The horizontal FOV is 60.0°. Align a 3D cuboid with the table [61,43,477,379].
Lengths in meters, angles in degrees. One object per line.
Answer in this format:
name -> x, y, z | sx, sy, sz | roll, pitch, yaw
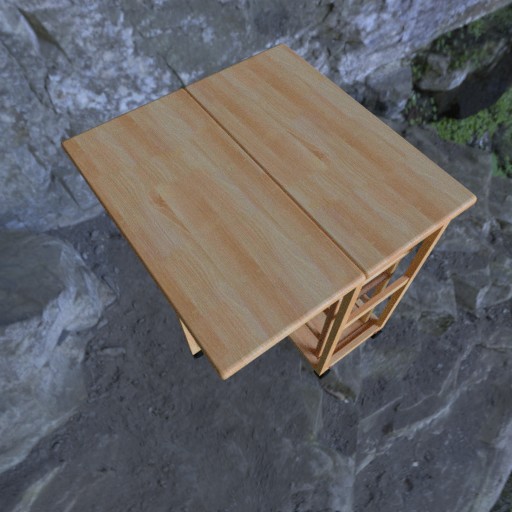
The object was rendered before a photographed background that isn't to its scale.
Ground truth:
table -> 0.000, 0.000, 1.401 | 0.693, 0.832, 0.752 | -32, 64, -18
